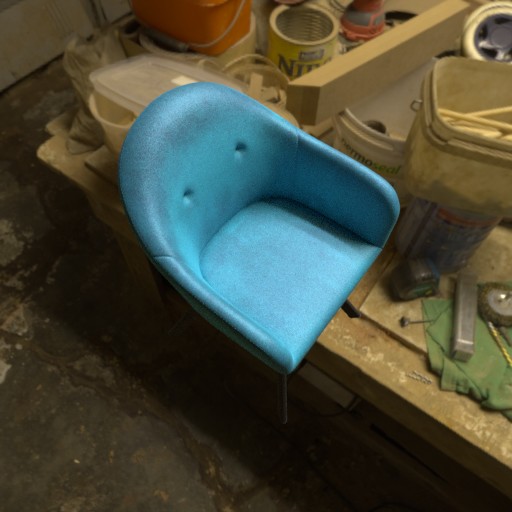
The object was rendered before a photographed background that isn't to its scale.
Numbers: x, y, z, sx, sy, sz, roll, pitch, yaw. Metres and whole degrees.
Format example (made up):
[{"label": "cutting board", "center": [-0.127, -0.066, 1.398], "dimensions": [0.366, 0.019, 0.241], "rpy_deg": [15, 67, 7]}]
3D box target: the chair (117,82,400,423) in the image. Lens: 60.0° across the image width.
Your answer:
[{"label": "chair", "center": [0.000, 0.000, 1.204], "dimensions": [0.570, 0.780, 0.540], "rpy_deg": [33, 63, 19]}]
